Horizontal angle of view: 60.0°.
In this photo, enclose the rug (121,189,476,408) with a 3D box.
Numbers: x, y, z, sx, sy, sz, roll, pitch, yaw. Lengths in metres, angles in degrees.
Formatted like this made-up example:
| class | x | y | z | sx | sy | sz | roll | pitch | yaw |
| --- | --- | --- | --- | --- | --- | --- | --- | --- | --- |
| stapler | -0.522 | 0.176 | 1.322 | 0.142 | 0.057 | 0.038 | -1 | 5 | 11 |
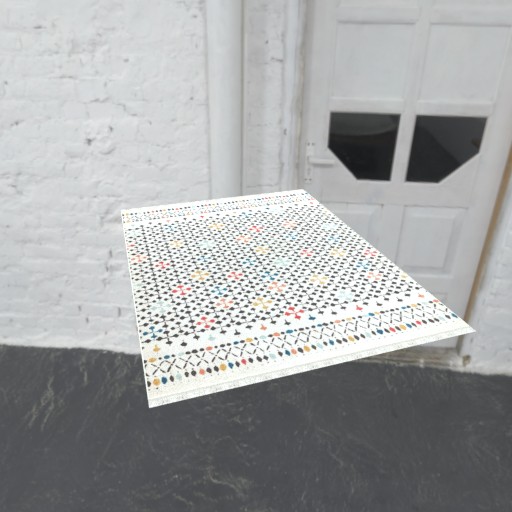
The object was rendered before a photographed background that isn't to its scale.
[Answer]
| class | x | y | z | sx | sy | sz | roll | pitch | yaw |
| --- | --- | --- | --- | --- | --- | --- | --- | --- | --- |
| rug | 0.000 | 0.000 | 4.266 | 2.354 | 0.007 | 3.196 | -9 | 30 | -16 |
